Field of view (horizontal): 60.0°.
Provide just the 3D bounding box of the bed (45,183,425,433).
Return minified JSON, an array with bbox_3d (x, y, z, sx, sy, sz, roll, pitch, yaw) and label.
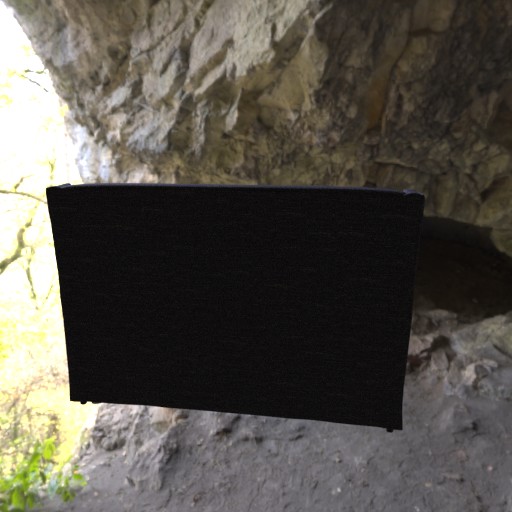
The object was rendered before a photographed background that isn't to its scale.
[{"bbox_3d":[0.000,0.000,3.409,1.925,1.332,2.276,2,16,8],"label":"bed"}]
